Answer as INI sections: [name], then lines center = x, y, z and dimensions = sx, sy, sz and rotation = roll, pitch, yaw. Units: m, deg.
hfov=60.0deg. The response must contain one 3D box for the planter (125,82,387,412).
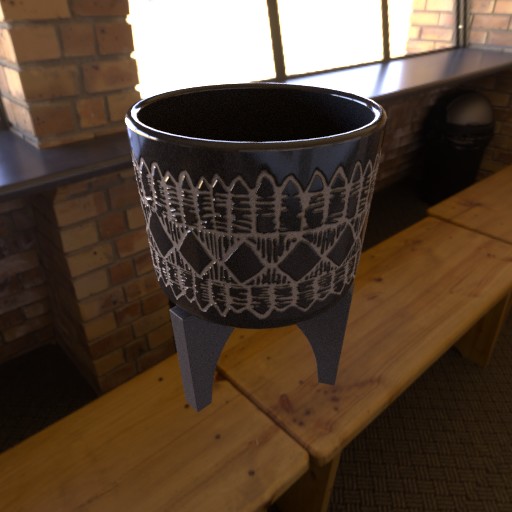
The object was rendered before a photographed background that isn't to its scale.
[planter]
center = 0.000, 0.000, 0.270
dimensions = 0.129, 0.177, 0.129
rotation = 0, 31, 0
